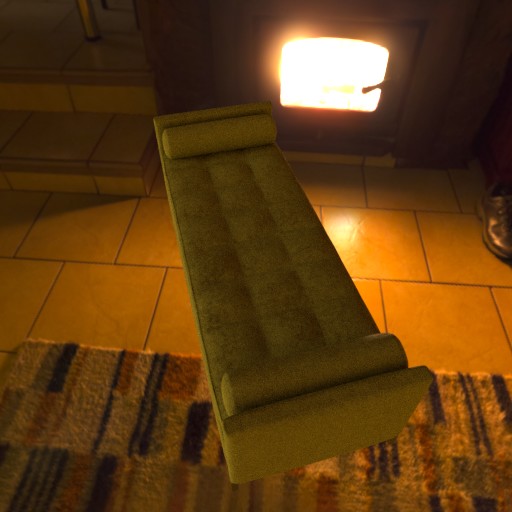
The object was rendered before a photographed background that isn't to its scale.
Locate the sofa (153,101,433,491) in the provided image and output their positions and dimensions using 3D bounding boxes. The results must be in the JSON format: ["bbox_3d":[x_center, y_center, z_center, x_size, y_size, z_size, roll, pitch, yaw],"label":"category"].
[{"bbox_3d":[0.000,0.000,2.428,0.797,0.657,2.102,-11,49,-10],"label":"sofa"}]
